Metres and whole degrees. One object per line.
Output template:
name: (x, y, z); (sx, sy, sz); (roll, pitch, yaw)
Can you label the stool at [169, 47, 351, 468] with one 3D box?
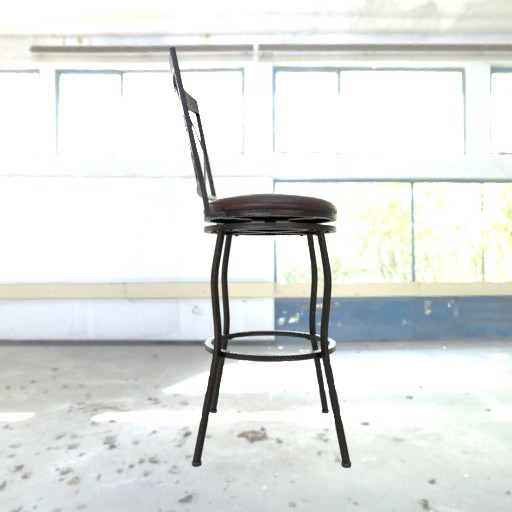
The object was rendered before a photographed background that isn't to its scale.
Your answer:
stool: (0.000, 0.000, 1.403); (0.521, 1.134, 0.432); (0, 0, 1)
